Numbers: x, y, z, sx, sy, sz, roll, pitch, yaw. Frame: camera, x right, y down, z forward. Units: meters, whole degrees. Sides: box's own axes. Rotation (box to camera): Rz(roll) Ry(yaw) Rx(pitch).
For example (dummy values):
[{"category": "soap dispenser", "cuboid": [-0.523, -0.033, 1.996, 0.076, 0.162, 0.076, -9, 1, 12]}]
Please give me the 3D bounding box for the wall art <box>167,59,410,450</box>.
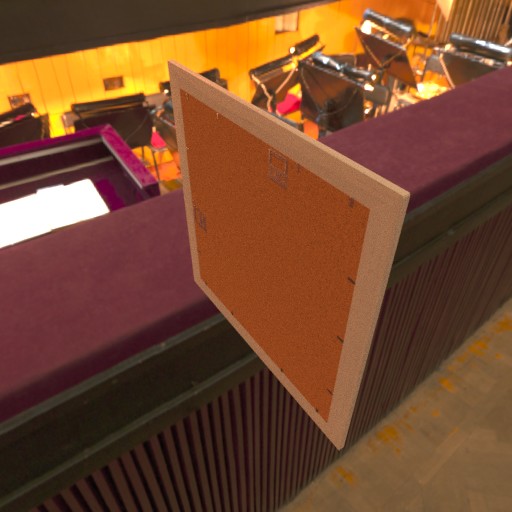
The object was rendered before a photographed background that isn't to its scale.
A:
[{"category": "wall art", "cuboid": [0.000, 0.000, 0.860, 0.013, 0.584, 0.584, -24, 46, -26]}]
